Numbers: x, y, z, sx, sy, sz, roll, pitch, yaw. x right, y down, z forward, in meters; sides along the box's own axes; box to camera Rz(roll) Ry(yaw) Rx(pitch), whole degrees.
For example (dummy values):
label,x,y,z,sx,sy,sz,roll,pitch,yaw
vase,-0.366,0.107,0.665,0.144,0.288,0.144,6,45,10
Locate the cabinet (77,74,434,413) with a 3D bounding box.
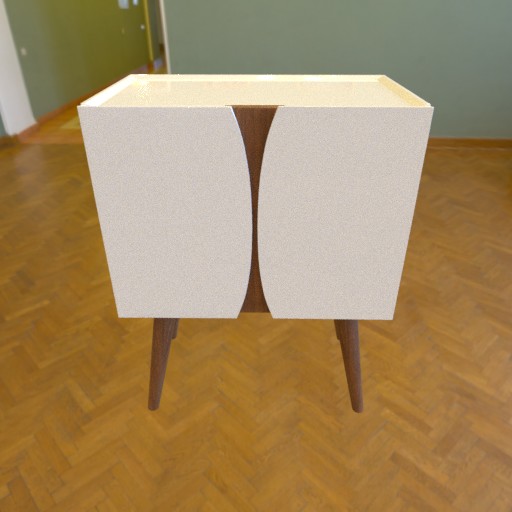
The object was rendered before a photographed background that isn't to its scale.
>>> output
label,x,y,z,sx,sy,sz,roll,pitch,yaw
cabinet,0.000,0.000,1.072,0.591,0.772,0.344,0,30,1
